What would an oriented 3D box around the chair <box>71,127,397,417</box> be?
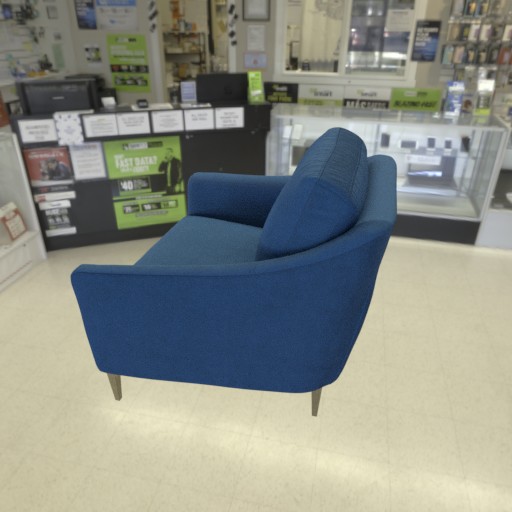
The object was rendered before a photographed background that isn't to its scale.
[{"bbox_3d":[0.000,0.000,1.726,0.961,0.899,0.987,8,30,14],"label":"chair"}]
